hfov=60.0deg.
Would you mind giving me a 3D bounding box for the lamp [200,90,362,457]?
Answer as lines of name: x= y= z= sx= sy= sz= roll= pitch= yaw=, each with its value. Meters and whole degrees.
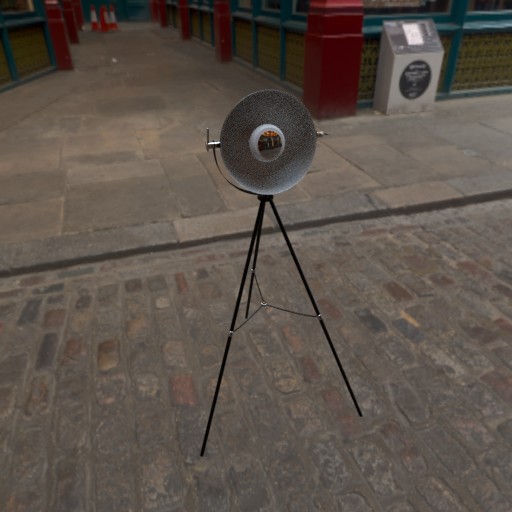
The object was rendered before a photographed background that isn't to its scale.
lamp: x=0.000 y=0.000 z=2.076 sx=0.817 sy=1.512 sz=0.920 roll=-10 pitch=33 yaw=-16
